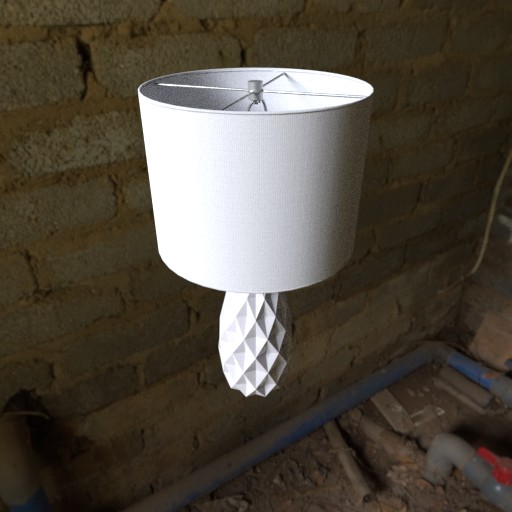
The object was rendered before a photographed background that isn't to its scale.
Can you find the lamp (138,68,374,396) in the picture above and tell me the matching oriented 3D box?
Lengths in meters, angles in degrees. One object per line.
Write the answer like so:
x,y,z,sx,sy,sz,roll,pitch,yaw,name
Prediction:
0.000,0.000,0.703,0.297,0.522,0.297,0,31,0,lamp
